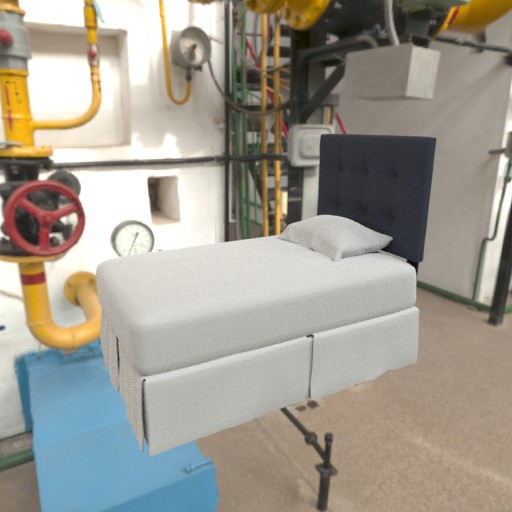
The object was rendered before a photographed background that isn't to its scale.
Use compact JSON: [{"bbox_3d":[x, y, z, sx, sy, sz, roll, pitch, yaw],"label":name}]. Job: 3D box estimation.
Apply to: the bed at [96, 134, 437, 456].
[{"bbox_3d":[0.000,0.000,3.013,1.997,1.571,1.261,-9,19,-27],"label":"bed"}]
